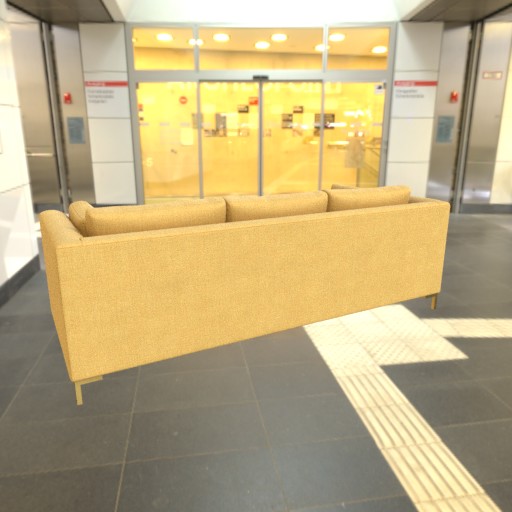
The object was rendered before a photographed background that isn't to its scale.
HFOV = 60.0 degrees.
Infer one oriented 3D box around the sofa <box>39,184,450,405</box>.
[{"bbox_3d":[0.000,0.000,2.860,2.415,0.867,0.969,-8,18,-28],"label":"sofa"}]
